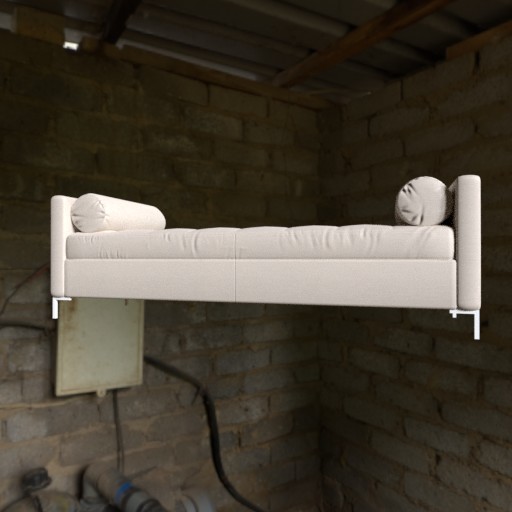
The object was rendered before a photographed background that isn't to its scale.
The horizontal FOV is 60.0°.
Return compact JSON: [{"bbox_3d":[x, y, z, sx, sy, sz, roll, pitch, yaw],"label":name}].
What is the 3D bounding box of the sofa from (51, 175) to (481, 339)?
[{"bbox_3d":[0.000,0.000,2.279,1.981,0.635,0.686,0,0,17],"label":"sofa"}]
